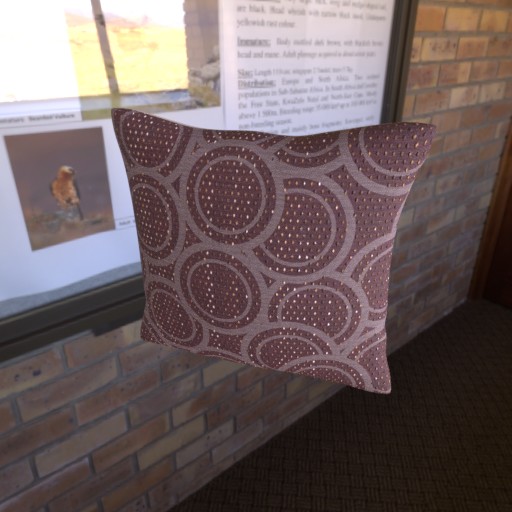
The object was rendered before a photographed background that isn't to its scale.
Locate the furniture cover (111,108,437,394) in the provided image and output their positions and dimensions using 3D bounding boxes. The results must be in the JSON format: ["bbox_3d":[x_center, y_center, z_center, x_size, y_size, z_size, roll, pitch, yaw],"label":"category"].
[{"bbox_3d":[0.000,0.000,0.827,0.552,0.509,0.193,8,27,16],"label":"furniture cover"}]
